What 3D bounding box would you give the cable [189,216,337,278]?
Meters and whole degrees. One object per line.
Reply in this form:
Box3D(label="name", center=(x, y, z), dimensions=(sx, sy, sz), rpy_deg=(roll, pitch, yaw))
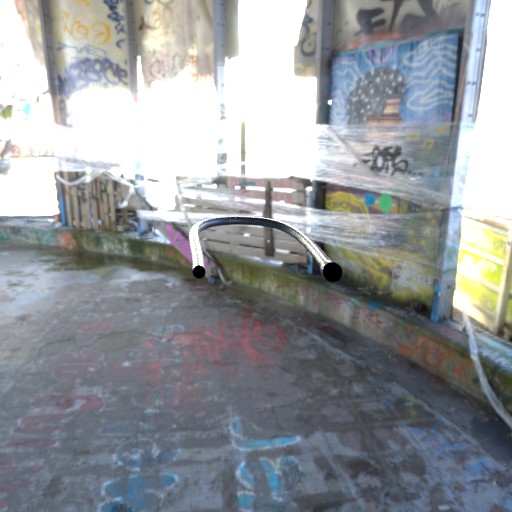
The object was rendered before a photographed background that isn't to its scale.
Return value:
Box3D(label="cable", center=(0.000, 0.000, 0.113), dimensions=(0.040, 0.006, 0.098), rpy_deg=(-2, 16, -8))
